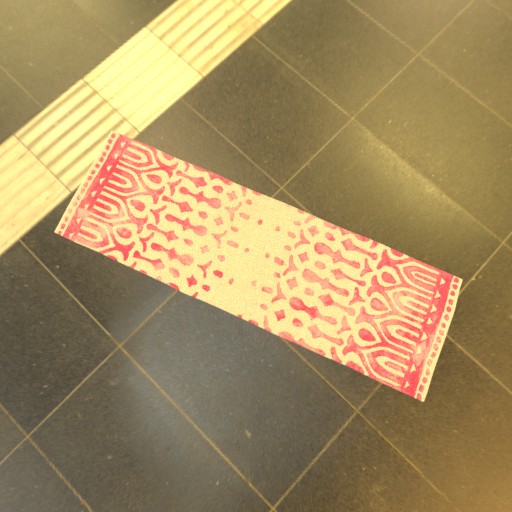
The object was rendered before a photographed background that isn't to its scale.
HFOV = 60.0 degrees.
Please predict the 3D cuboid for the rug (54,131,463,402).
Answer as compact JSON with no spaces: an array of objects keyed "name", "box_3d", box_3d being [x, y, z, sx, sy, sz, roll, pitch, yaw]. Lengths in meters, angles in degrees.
[{"name":"rug","box_3d":[0.000,0.000,2.739,2.458,0.011,0.787,24,77,6]}]
